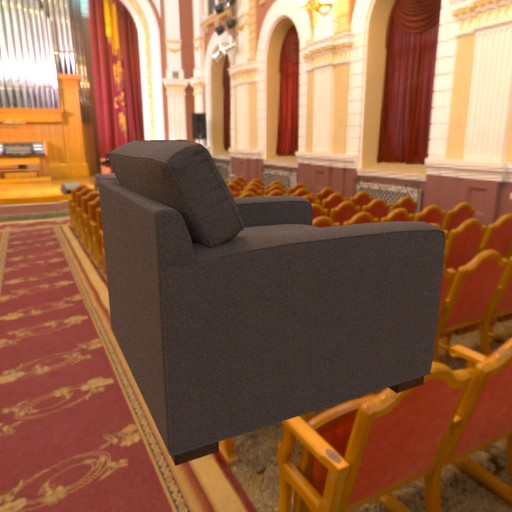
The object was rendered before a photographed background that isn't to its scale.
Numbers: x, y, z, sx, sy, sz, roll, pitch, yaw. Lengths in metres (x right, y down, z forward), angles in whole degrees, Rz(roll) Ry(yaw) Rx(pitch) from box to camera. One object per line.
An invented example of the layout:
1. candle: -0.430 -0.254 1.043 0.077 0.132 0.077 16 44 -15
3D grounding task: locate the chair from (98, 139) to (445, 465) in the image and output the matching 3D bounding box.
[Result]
1. chair: 0.000 0.000 1.797 1.043 0.913 0.997 -7 16 -26
